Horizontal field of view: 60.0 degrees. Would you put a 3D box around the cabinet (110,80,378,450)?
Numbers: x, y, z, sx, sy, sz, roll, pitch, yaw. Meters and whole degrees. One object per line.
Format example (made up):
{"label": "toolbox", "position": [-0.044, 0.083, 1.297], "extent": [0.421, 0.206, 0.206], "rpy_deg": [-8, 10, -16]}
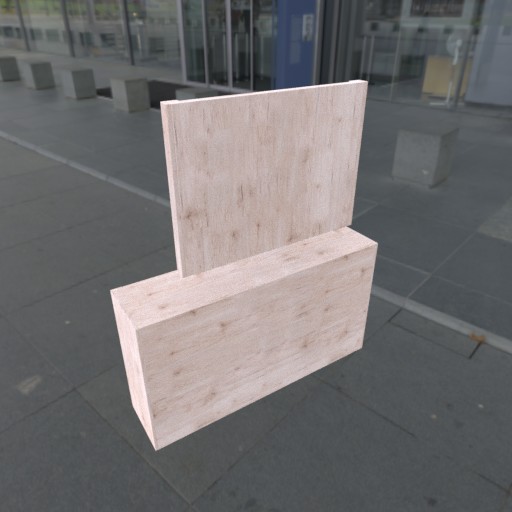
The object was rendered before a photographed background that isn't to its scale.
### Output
{"label": "cabinet", "position": [0.000, 0.000, 2.728], "extent": [1.700, 1.981, 0.420], "rpy_deg": [-18, 34, -28]}
